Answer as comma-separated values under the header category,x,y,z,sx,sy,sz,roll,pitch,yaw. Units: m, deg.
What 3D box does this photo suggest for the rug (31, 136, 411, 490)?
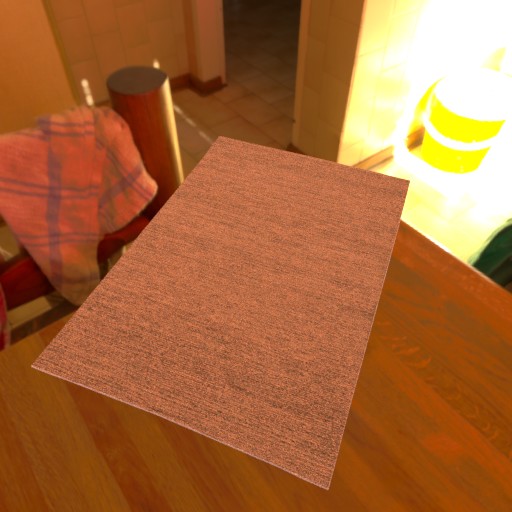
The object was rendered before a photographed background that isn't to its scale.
category,x,y,z,sx,sy,sz,roll,pitch,yaw
rug,0.000,0.000,2.855,1.616,0.030,2.338,17,50,15
